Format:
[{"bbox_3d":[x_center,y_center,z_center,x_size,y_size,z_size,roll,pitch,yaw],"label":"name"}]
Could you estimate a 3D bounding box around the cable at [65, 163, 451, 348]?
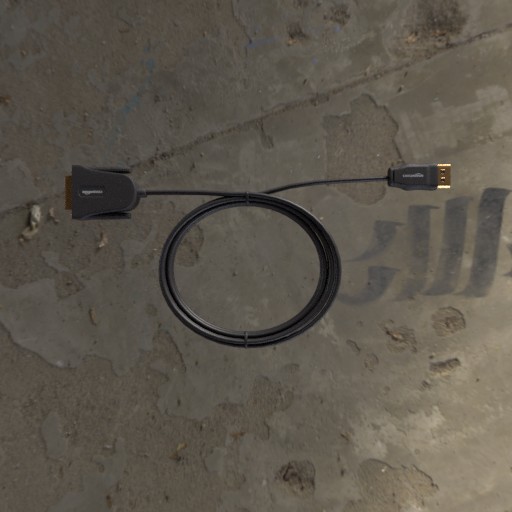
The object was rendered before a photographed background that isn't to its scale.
[{"bbox_3d":[0.000,0.000,0.326,0.281,0.015,0.136,0,90,2],"label":"cable"}]
